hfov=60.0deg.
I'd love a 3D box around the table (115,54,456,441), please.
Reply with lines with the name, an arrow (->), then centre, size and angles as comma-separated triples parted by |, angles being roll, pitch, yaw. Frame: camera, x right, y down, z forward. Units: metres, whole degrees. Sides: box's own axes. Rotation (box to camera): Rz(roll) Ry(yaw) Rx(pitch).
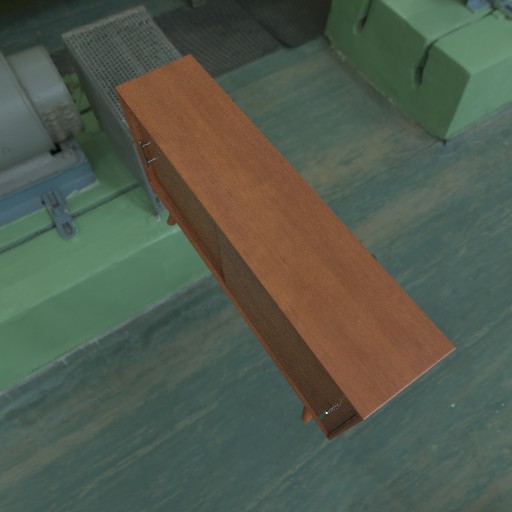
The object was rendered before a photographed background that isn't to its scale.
table -> 0.000, 0.000, 1.532 | 0.308, 0.698, 1.220 | -31, 67, -15
